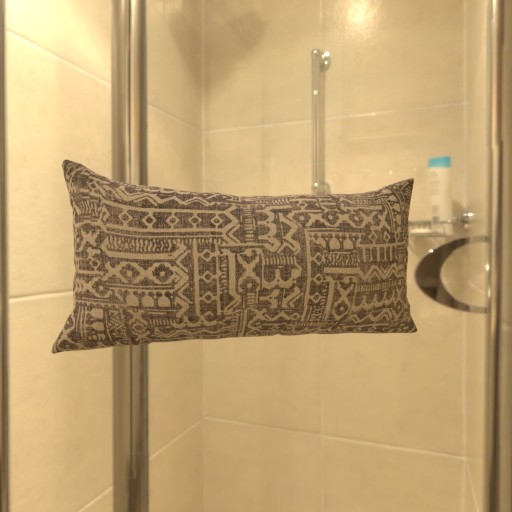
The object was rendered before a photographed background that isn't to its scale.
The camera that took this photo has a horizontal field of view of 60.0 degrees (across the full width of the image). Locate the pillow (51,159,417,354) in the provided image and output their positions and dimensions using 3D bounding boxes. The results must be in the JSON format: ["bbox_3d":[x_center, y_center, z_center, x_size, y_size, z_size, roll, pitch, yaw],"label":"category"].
[{"bbox_3d":[0.000,0.000,0.743,0.631,0.290,0.148,0,1,-16],"label":"pillow"}]
